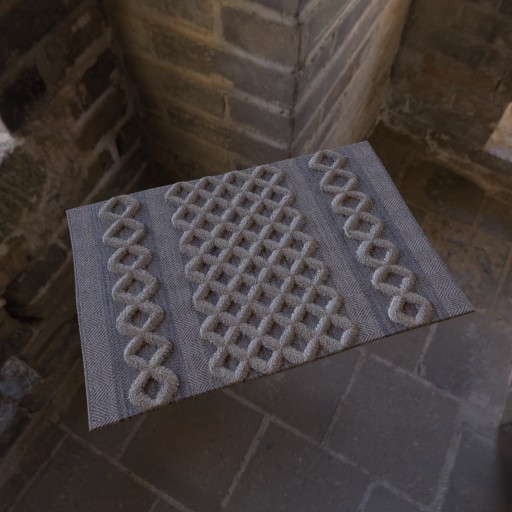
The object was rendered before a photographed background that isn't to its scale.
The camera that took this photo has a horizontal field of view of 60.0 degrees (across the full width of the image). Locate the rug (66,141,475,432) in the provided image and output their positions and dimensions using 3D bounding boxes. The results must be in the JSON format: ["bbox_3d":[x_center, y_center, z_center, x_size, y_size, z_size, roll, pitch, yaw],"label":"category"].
[{"bbox_3d":[0.000,0.000,2.282,1.823,0.030,1.222,-15,59,-9],"label":"rug"}]
